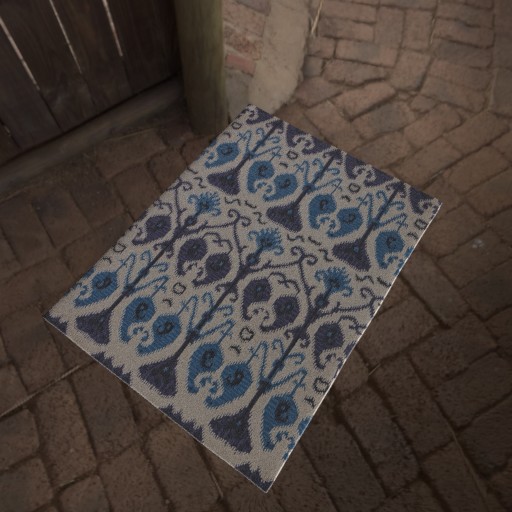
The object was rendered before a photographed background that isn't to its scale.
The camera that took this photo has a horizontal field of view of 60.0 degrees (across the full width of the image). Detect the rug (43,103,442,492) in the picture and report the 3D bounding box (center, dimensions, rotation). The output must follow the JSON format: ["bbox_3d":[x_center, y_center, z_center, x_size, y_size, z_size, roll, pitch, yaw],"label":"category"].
[{"bbox_3d":[0.000,0.000,4.270,2.443,0.024,3.228,32,67,15],"label":"rug"}]
